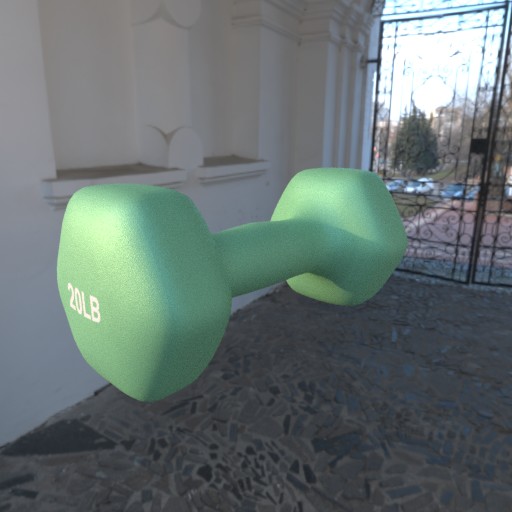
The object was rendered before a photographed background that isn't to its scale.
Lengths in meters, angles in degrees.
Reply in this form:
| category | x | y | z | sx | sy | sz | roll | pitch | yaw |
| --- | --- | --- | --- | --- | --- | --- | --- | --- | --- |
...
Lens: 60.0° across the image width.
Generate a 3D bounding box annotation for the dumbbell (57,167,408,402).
| category | x | y | z | sx | sy | sz | roll | pitch | yaw |
| --- | --- | --- | --- | --- | --- | --- | --- | --- | --- |
| dumbbell | 0.000 | 0.000 | 0.324 | 0.129 | 0.117 | 0.260 | 14 | 21 | 43 |
